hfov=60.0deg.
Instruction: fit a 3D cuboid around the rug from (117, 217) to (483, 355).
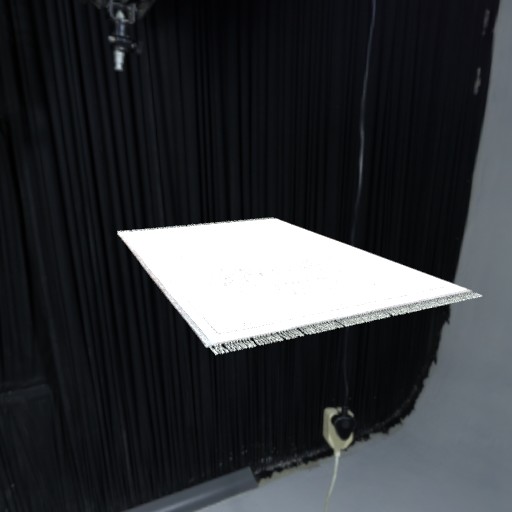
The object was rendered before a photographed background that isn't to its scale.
[{"bbox_3d":[0.000,0.000,3.090,1.528,0.010,2.440,-7,17,-24],"label":"rug"}]
